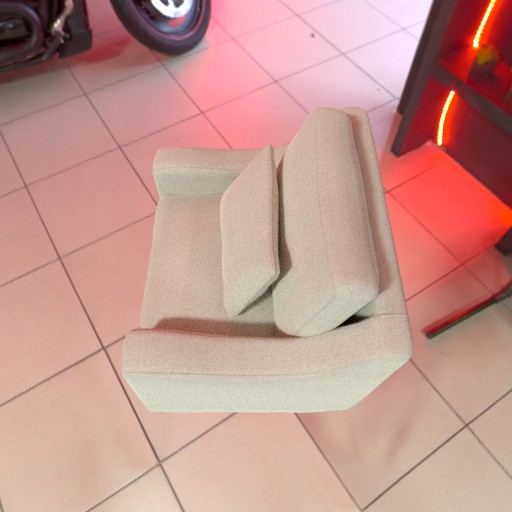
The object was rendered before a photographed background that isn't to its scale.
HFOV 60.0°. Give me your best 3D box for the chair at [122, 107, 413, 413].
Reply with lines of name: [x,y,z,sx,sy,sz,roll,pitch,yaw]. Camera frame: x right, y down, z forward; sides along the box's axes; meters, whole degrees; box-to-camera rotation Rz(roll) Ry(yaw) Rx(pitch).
chair: [0.000,0.000,1.976,1.009,1.016,1.178,0,58,0]
